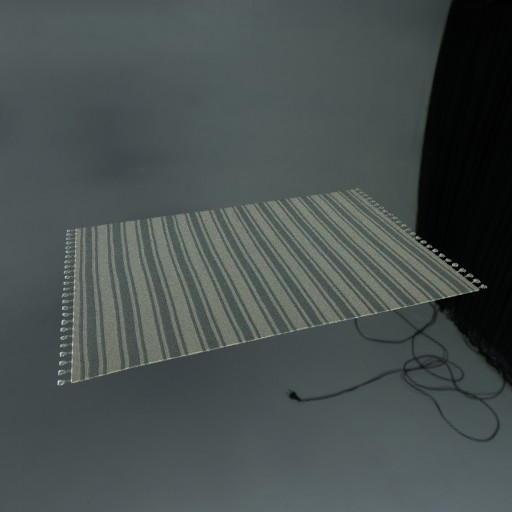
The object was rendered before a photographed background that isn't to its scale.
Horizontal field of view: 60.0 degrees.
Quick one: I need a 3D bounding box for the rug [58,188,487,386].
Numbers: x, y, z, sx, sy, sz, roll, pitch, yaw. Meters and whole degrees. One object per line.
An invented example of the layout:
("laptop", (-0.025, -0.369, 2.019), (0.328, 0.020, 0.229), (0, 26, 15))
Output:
("rug", (0.000, 0.000, 2.941), (2.410, 0.011, 1.539), (-10, 34, -15))
